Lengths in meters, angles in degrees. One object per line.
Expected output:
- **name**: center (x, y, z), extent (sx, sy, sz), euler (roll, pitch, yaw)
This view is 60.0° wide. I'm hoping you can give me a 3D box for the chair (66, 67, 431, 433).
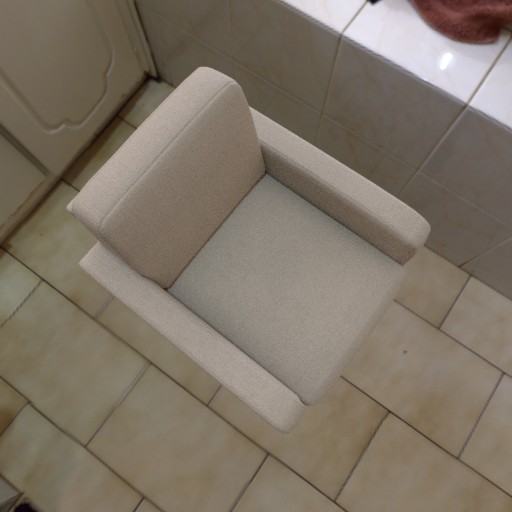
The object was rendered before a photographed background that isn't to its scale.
- **chair**: center (0.000, 0.000, 1.446), extent (0.888, 0.827, 0.755), euler (37, 78, 9)
